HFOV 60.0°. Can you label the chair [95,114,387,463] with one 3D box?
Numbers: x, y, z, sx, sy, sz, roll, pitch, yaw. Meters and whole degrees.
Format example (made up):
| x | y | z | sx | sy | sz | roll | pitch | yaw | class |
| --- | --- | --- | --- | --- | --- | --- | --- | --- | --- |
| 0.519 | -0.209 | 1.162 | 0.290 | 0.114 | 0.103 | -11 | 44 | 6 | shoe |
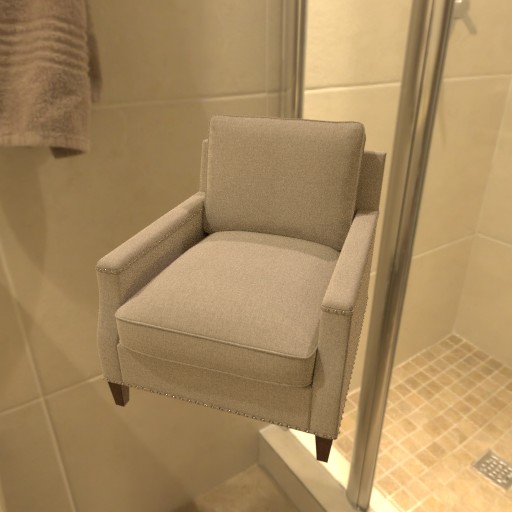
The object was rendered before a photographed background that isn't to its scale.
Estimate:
| x | y | z | sx | sy | sz | roll | pitch | yaw | class |
| --- | --- | --- | --- | --- | --- | --- | --- | --- | --- |
| 0.000 | 0.000 | 1.730 | 0.853 | 0.943 | 1.014 | 8 | 27 | 17 | chair |
